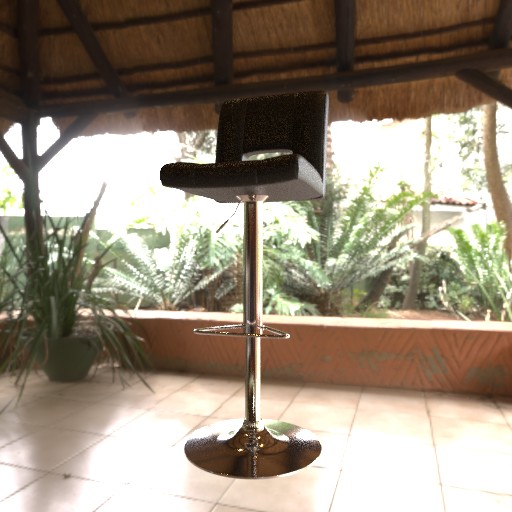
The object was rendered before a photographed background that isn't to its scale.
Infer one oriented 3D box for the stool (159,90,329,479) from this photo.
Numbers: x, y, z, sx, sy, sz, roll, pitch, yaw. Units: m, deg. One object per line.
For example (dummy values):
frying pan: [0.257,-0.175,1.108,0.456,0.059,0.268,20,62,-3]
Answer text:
stool: [0.000,0.000,1.375,0.415,1.151,0.520,0,0,17]
